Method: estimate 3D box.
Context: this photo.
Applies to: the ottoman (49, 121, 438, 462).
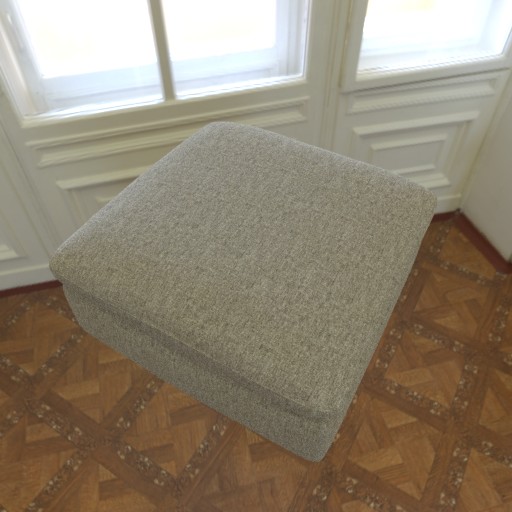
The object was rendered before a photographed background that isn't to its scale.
[{"bbox_3d":[0.000,0.000,1.655,1.039,0.526,1.035,23,52,20],"label":"ottoman"}]
